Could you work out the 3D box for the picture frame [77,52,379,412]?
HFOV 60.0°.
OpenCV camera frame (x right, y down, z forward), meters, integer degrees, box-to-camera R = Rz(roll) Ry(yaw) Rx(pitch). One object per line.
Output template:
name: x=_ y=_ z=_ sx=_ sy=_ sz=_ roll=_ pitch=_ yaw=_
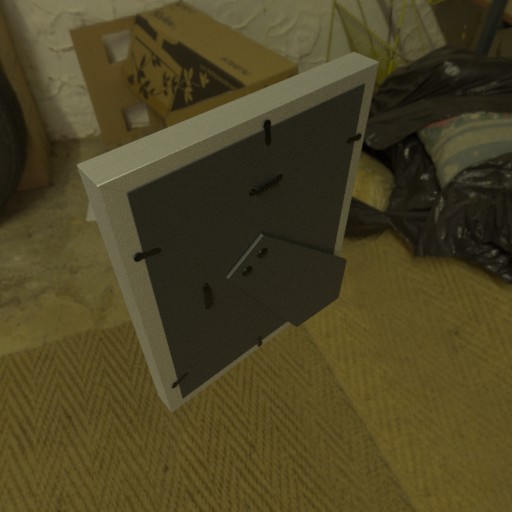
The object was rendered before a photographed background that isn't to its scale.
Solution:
picture frame: x=0.000 y=0.000 z=0.392 sx=0.233 sy=0.282 sz=0.036 roll=-32 pitch=55 yaw=-26
